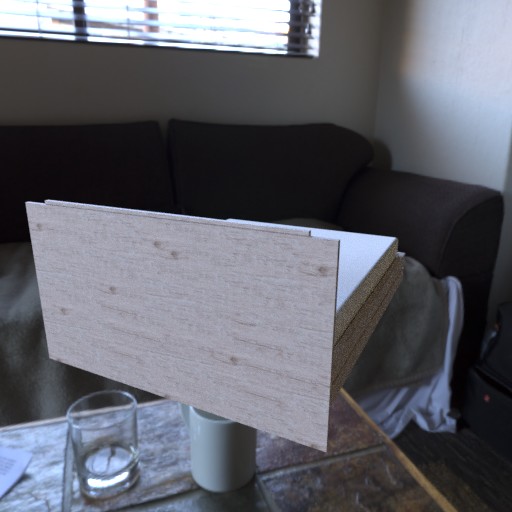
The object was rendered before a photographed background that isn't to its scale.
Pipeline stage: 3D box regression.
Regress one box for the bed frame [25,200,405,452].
[{"bbox_3d":[0.000,0.000,3.050,1.750,0.970,2.080,9,19,26],"label":"bed frame"}]
